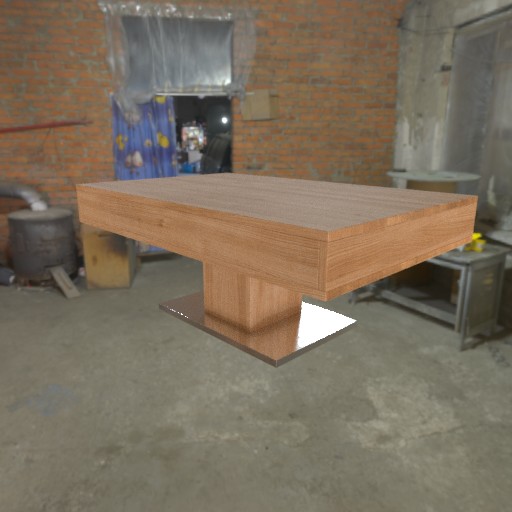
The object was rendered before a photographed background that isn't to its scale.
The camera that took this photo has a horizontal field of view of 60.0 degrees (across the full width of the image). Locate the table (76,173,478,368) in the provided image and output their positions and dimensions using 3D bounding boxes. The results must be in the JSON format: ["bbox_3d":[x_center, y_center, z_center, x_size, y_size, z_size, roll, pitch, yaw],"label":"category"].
[{"bbox_3d":[0.000,0.000,1.469,0.700,0.440,1.100,-14,21,-42],"label":"table"}]
